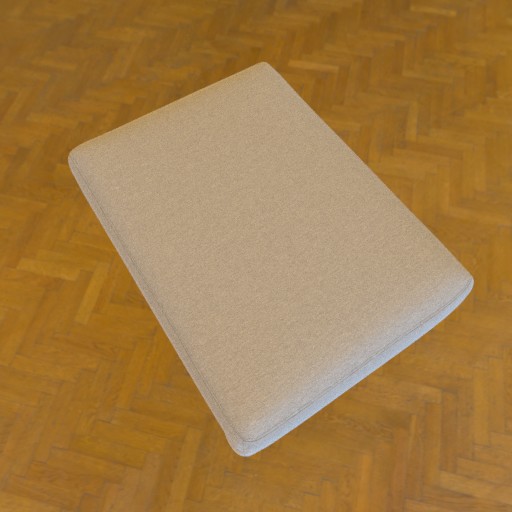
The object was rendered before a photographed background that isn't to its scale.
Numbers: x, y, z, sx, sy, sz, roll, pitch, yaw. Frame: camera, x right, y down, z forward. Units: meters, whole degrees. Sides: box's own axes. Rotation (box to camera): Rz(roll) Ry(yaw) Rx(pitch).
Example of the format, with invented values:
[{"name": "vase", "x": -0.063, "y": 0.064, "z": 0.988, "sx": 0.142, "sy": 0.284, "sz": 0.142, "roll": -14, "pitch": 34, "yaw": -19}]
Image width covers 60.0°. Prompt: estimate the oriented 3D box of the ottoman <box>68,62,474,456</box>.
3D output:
[{"name": "ottoman", "x": 0.000, "y": 0.000, "z": 1.111, "sx": 0.574, "sy": 0.497, "sz": 0.773, "roll": -31, "pitch": 68, "yaw": -14}]
